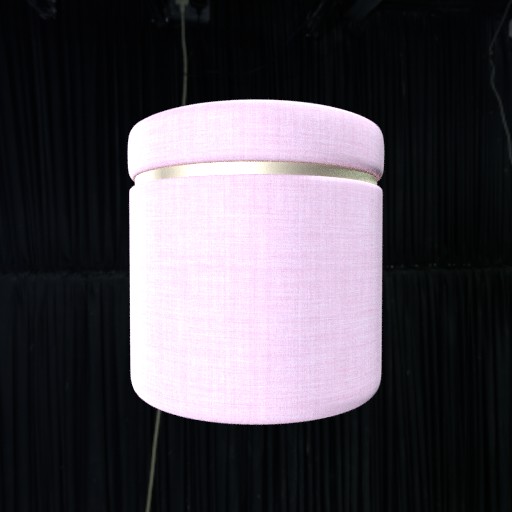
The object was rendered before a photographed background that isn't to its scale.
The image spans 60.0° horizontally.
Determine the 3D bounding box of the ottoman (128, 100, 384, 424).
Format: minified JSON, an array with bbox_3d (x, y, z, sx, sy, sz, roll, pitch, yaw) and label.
[{"bbox_3d":[0.000,0.000,0.724,0.400,0.406,0.400,0,1,0],"label":"ottoman"}]
